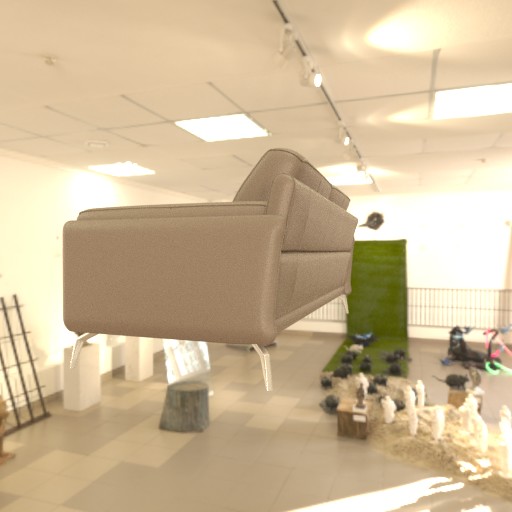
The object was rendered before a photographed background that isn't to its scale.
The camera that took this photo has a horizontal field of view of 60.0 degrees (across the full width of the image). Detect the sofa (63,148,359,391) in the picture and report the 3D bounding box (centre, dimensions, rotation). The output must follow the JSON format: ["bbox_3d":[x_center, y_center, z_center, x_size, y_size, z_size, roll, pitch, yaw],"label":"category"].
[{"bbox_3d":[0.000,0.000,2.595,1.049,0.930,2.101,0,1,19],"label":"sofa"}]
